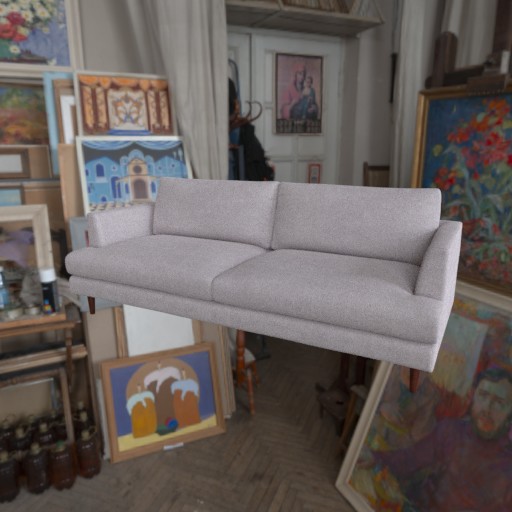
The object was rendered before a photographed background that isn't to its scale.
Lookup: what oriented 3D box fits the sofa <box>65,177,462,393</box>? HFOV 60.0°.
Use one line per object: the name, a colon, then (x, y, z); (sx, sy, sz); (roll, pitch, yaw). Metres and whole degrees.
sofa: (0.000, 0.000, 2.746); (2.250, 0.868, 1.020); (7, 16, 27)
